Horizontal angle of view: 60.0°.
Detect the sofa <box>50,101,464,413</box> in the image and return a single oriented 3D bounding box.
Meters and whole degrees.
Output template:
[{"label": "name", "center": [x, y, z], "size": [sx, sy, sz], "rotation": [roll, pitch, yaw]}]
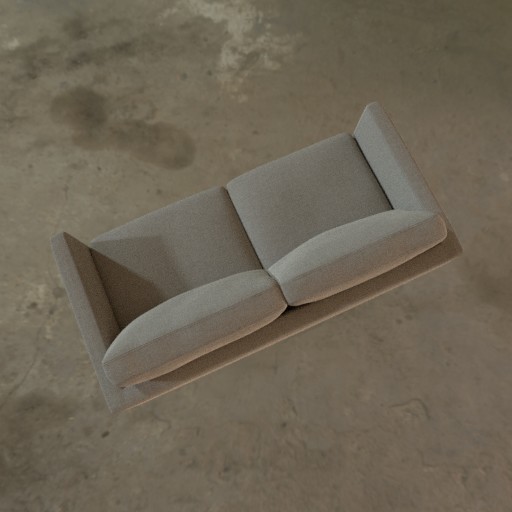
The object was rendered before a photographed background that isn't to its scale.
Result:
[{"label": "sofa", "center": [0.000, 0.000, 2.462], "size": [1.884, 0.947, 0.951], "rotation": [-24, 79, -5]}]
